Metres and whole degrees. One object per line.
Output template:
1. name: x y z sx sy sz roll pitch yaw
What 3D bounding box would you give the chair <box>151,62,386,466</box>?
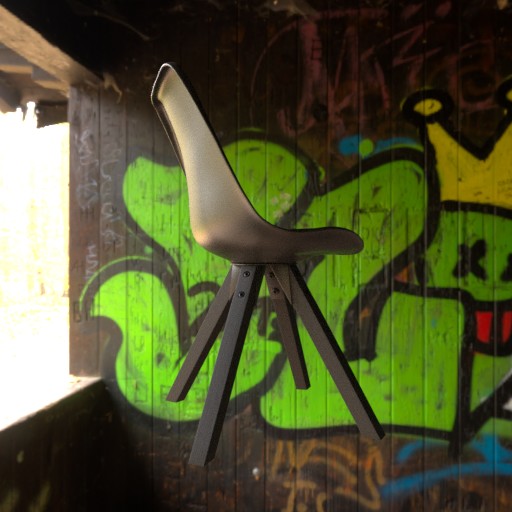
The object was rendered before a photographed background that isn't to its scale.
1. chair: 0.000 0.000 1.158 0.530 0.850 0.485 0 0 -18
